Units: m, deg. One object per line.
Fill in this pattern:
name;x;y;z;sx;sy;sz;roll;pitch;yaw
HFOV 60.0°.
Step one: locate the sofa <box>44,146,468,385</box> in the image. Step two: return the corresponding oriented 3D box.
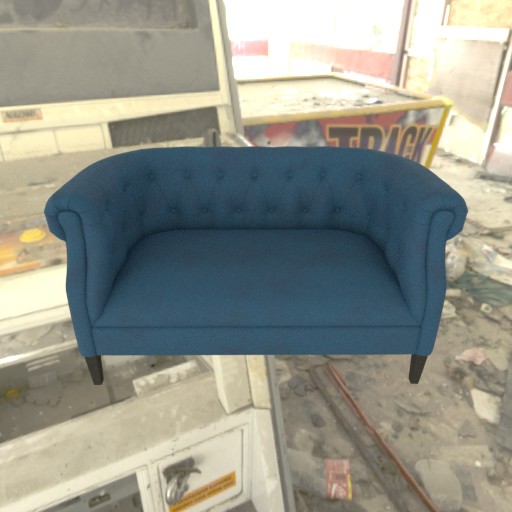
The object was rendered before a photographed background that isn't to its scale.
sofa;0.000;0.000;2.014;1.558;0.827;0.835;0;29;0
